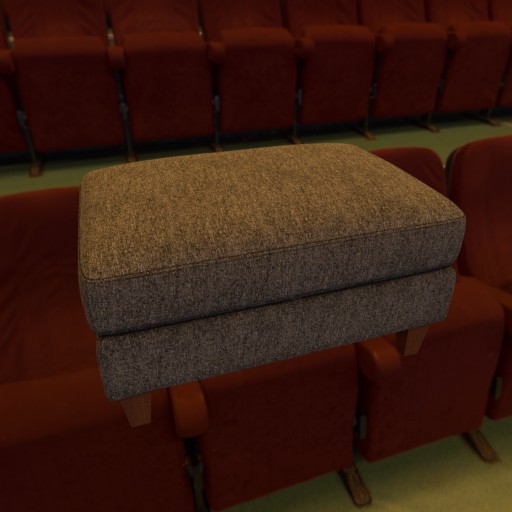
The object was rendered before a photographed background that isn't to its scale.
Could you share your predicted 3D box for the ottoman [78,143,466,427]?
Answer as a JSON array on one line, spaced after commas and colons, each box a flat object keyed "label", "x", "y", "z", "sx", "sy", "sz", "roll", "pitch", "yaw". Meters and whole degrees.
[{"label": "ottoman", "x": 0.000, "y": 0.000, "z": 1.202, "sx": 0.864, "sy": 0.483, "sz": 0.584, "roll": -10, "pitch": 32, "yaw": -16}]
